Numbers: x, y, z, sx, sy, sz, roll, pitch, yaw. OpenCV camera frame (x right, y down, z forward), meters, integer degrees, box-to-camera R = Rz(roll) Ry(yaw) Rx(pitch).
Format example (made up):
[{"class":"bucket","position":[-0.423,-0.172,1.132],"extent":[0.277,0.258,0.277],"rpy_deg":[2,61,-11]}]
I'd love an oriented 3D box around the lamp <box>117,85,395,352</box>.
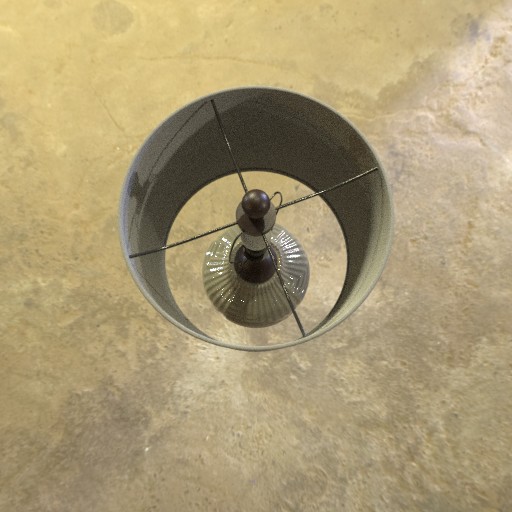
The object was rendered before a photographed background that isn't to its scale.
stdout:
[{"class":"lamp","position":[0.000,0.000,0.750],"extent":[0.318,0.567,0.318],"rpy_deg":[0,78,0]}]
